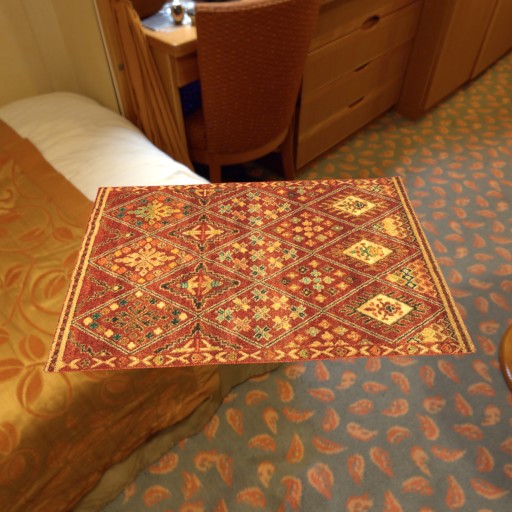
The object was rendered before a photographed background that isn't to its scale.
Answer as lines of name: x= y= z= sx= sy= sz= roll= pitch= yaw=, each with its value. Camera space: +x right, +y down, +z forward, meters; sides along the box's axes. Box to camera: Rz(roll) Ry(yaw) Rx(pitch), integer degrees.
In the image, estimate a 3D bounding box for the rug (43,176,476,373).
rug: x=0.000 y=0.000 z=2.833 sx=2.286 sy=0.026 sz=1.521 roll=-2 pitch=47 yaw=-2
